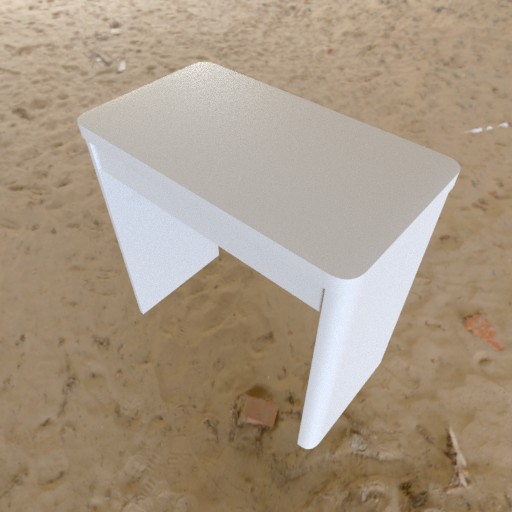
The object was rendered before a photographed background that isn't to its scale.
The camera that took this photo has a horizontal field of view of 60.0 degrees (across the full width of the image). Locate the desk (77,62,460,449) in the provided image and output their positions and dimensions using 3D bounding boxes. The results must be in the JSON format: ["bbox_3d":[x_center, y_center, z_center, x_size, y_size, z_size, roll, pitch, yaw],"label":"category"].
[{"bbox_3d":[0.000,0.000,1.271,0.790,0.760,0.446,32,55,27],"label":"desk"}]
